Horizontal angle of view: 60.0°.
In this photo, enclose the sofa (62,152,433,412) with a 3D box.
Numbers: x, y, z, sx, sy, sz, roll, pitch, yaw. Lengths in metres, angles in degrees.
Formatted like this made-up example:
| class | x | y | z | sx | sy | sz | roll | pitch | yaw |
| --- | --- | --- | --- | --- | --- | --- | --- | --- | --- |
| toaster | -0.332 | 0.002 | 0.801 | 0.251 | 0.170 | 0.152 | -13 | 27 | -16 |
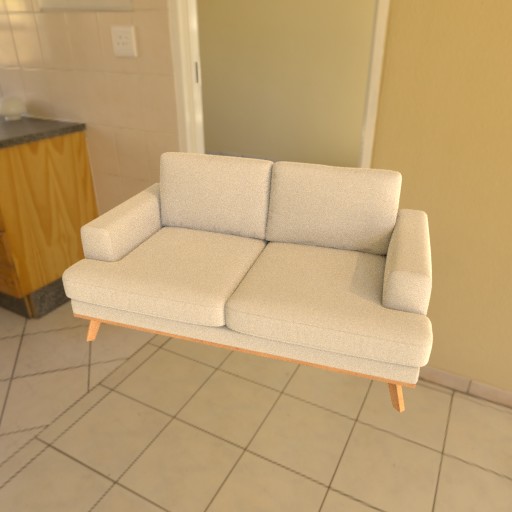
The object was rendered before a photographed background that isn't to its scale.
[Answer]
| class | x | y | z | sx | sy | sz | roll | pitch | yaw |
| --- | --- | --- | --- | --- | --- | --- | --- | --- | --- |
| sofa | 0.000 | 0.000 | 2.208 | 1.651 | 0.810 | 0.915 | 8 | 28 | 16 |
